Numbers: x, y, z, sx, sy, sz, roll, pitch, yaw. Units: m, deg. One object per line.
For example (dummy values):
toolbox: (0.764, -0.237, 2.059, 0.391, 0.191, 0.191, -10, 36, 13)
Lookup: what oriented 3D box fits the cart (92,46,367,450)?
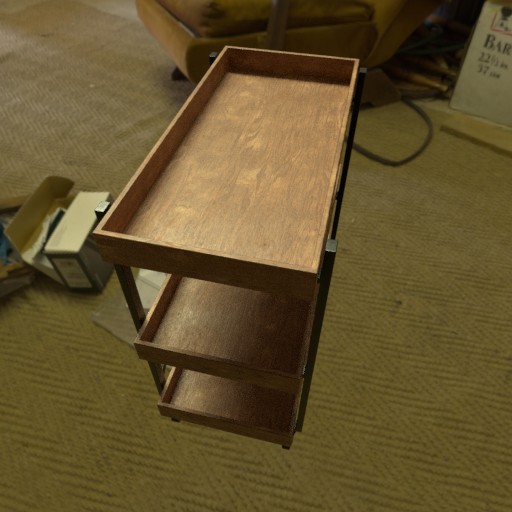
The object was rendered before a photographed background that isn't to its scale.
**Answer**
cart: (0.000, 0.000, 1.215, 0.411, 0.800, 0.750, 10, 48, 9)
